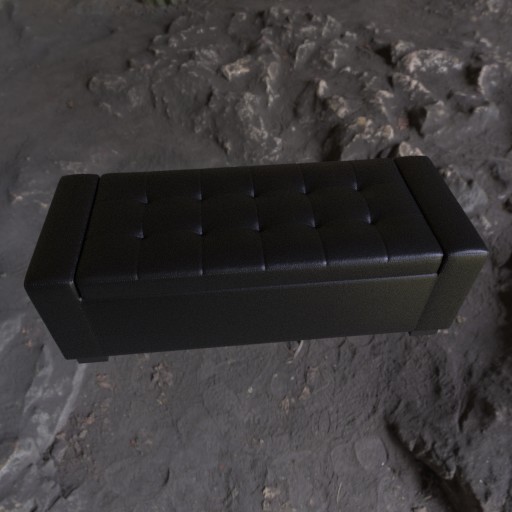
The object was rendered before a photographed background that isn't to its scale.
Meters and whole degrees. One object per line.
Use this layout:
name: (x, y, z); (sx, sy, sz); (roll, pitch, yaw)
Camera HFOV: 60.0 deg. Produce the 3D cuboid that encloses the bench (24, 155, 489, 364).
bench: (0.000, 0.000, 1.529); (1.296, 0.445, 0.508); (-4, 46, -4)
